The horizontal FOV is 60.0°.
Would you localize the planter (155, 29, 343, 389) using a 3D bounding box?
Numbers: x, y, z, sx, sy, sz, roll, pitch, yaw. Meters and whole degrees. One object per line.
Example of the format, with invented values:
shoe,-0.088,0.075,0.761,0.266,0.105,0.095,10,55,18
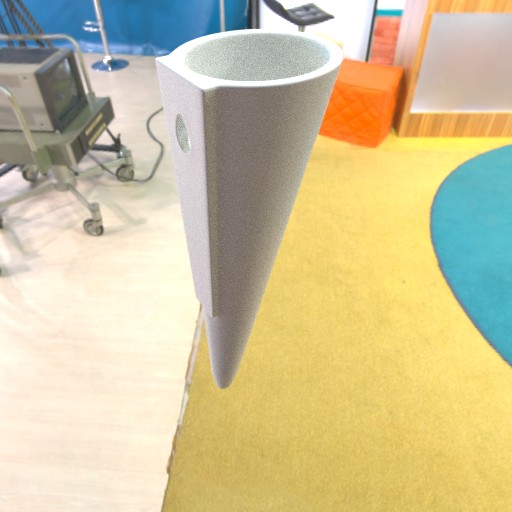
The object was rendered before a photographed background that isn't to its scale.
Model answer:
planter,0.000,0.000,0.221,0.064,0.193,0.057,-25,48,-25
